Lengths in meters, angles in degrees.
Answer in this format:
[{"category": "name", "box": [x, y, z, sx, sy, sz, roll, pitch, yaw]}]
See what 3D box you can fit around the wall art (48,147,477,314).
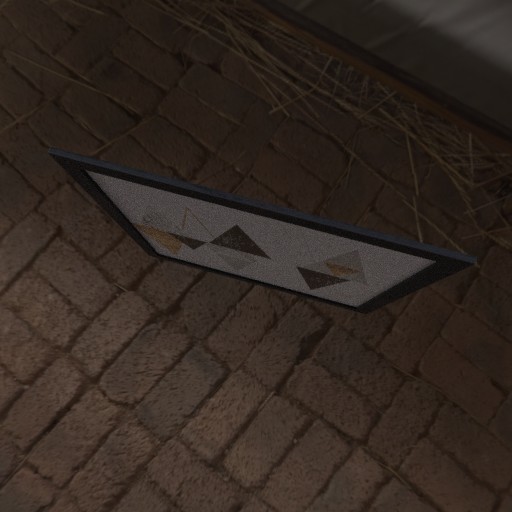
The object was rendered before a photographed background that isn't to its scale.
[{"category": "wall art", "box": [0.000, 0.000, 1.225, 0.823, 0.823, 0.013, 15, 77, 4]}]
